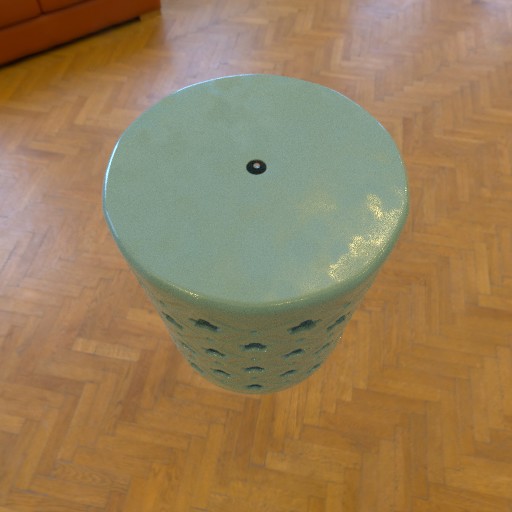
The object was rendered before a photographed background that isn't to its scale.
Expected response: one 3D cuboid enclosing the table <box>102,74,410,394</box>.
[{"bbox_3d":[0.000,0.000,0.666,0.352,0.387,0.352,0,59,0],"label":"table"}]
